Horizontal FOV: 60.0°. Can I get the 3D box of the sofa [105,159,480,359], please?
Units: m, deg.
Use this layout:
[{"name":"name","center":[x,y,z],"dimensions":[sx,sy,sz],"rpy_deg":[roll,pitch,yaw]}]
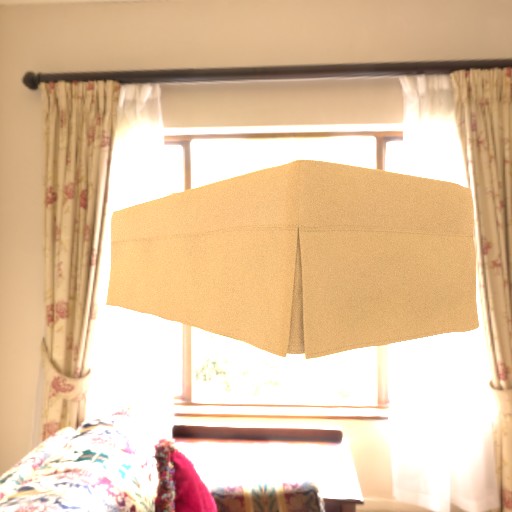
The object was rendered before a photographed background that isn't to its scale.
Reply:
[{"name":"sofa","center":[0.000,0.000,2.069],"dimensions":[0.939,0.552,1.677],"rpy_deg":[0,0,-35]}]
